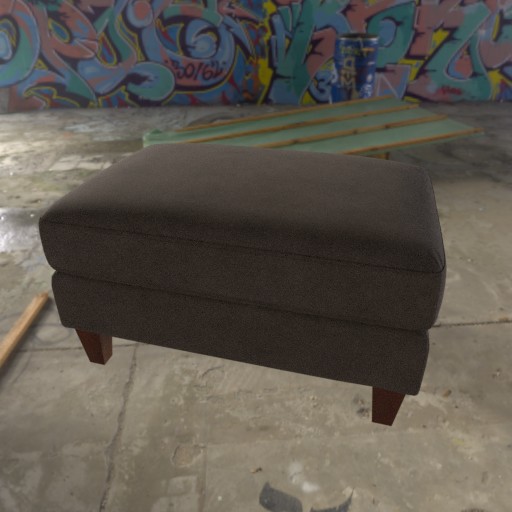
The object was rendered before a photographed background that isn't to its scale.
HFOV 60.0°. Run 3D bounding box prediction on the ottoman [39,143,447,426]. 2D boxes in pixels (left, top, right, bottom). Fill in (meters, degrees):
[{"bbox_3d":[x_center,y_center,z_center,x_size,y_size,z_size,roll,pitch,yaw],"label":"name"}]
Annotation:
[{"bbox_3d":[0.000,0.000,1.173,0.864,0.483,0.584,8,31,13],"label":"ottoman"}]
